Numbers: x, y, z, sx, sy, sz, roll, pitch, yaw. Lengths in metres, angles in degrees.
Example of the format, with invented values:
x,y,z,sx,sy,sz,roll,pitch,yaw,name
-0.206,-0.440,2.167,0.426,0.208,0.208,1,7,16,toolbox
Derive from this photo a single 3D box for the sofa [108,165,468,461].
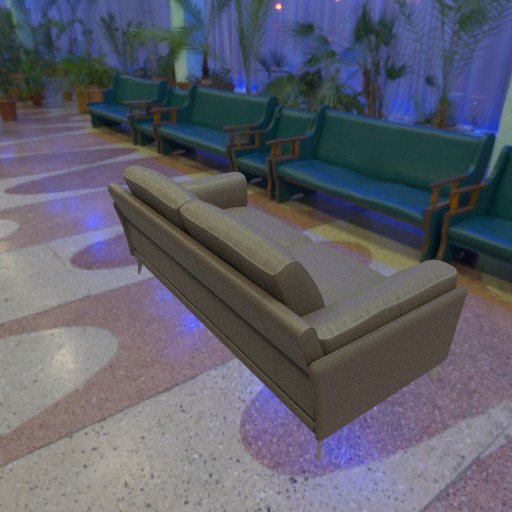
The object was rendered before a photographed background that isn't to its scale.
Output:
x,y,z,sx,sy,sz,roll,pitch,yaw,name
0.000,0.000,2.659,1.049,0.930,2.101,-18,33,-31,sofa
